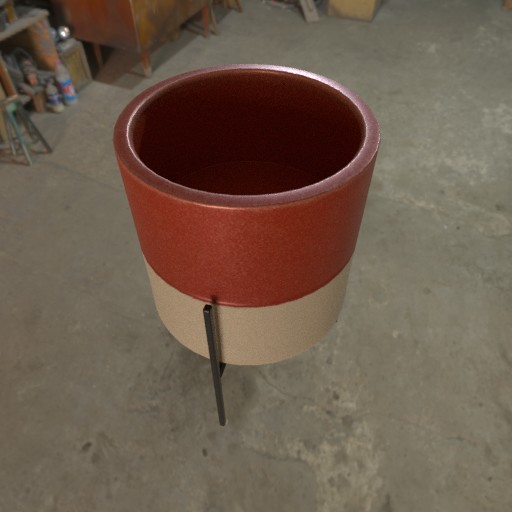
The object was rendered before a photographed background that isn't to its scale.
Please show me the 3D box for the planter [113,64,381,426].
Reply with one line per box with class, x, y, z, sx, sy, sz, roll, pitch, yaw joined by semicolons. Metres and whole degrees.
planter;0.000;0.000;0.521;0.251;0.354;0.235;-10;48;-9
